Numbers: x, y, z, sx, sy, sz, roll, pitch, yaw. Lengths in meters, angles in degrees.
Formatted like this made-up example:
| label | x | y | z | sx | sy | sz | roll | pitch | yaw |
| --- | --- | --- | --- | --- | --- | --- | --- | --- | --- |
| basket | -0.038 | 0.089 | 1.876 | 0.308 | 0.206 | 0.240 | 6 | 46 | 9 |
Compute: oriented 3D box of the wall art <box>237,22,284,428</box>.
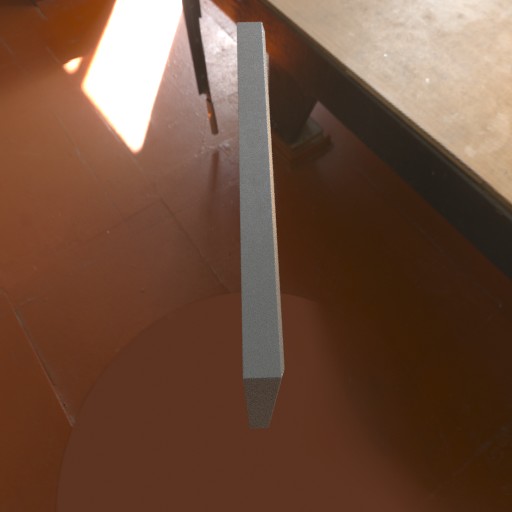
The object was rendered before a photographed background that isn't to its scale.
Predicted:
| label | x | y | z | sx | sy | sz | roll | pitch | yaw |
| --- | --- | --- | --- | --- | --- | --- | --- | --- | --- |
| wall art | 0.000 | 0.000 | 0.521 | 0.028 | 0.349 | 0.349 | -2 | 64 | -1 |
